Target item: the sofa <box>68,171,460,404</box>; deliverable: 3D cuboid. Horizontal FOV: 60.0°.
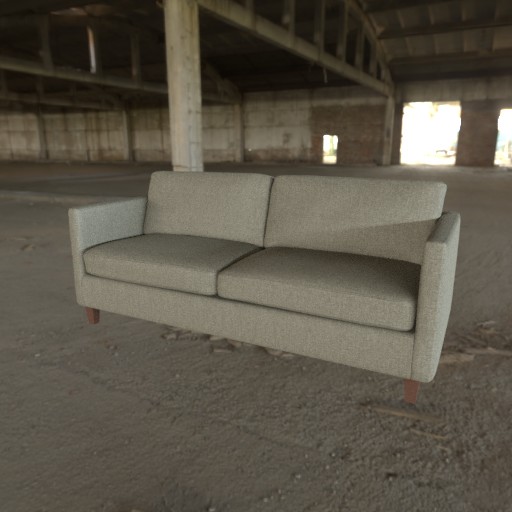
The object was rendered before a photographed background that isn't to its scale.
[{"bbox_3d":[0.000,0.000,2.714,2.208,0.960,0.956,7,16,26],"label":"sofa"}]
